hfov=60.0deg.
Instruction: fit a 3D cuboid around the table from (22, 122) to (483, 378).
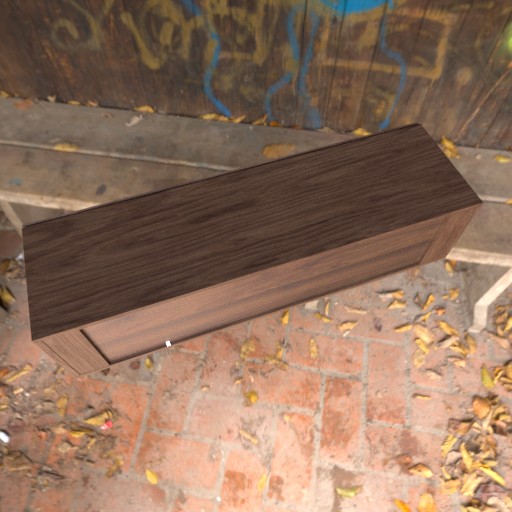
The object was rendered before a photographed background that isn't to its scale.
[{"bbox_3d":[0.000,0.000,1.607,1.397,0.508,0.405,-17,60,-10],"label":"table"}]
